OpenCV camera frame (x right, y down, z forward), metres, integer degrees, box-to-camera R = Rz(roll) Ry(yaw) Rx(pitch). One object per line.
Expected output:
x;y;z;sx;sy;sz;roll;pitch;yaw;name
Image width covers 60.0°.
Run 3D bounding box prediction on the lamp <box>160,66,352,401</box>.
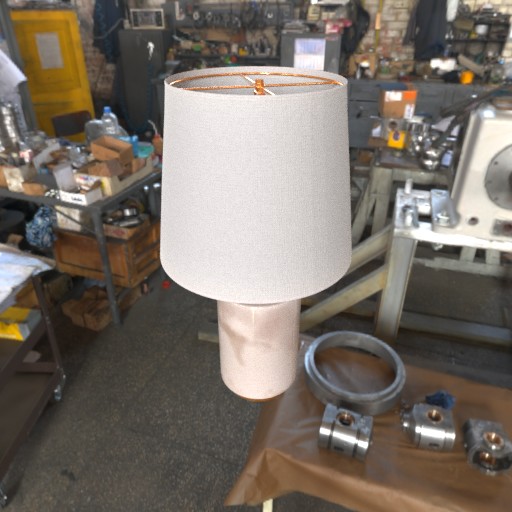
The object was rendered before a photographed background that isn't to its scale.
0.000;0.000;0.451;0.189;0.340;0.189;0;30;0;lamp
